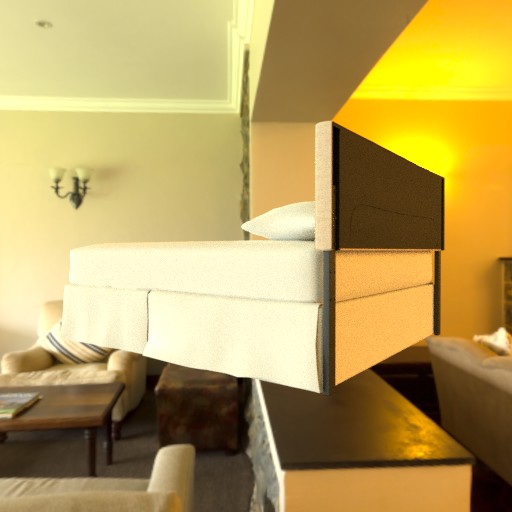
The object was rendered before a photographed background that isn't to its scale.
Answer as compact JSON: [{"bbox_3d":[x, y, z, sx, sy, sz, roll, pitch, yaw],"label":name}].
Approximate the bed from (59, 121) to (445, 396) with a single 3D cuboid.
[{"bbox_3d":[0.000,0.000,2.805,1.876,1.016,1.616,0,1,37],"label":"bed"}]
